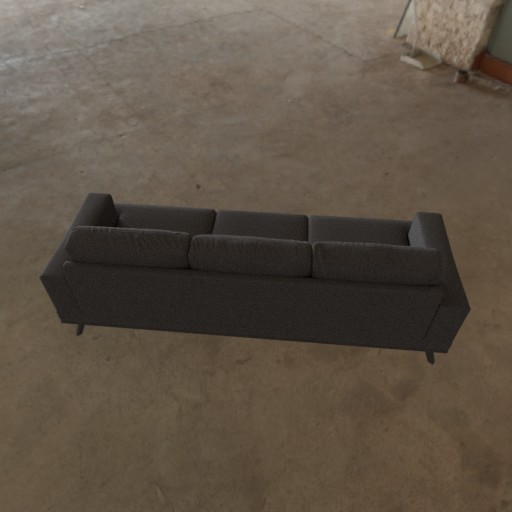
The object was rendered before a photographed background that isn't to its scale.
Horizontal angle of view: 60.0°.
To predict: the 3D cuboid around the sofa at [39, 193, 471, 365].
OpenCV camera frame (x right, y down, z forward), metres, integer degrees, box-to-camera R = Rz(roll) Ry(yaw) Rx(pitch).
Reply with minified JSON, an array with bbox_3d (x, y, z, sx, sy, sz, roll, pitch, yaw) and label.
[{"bbox_3d":[0.000,0.000,2.769,2.310,0.810,0.920,4,46,4],"label":"sofa"}]
